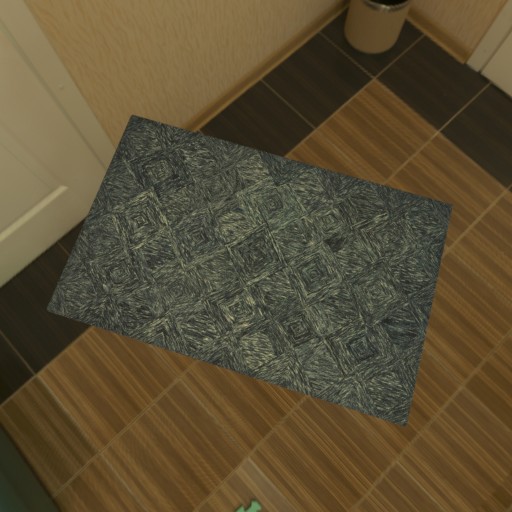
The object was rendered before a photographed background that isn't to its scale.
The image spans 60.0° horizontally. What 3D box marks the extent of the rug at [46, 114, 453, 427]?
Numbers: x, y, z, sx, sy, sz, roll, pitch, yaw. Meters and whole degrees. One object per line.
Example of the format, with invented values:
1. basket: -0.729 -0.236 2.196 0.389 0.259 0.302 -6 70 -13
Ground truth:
1. rug: 0.000 0.000 2.906 2.330 0.017 1.478 17 75 4
